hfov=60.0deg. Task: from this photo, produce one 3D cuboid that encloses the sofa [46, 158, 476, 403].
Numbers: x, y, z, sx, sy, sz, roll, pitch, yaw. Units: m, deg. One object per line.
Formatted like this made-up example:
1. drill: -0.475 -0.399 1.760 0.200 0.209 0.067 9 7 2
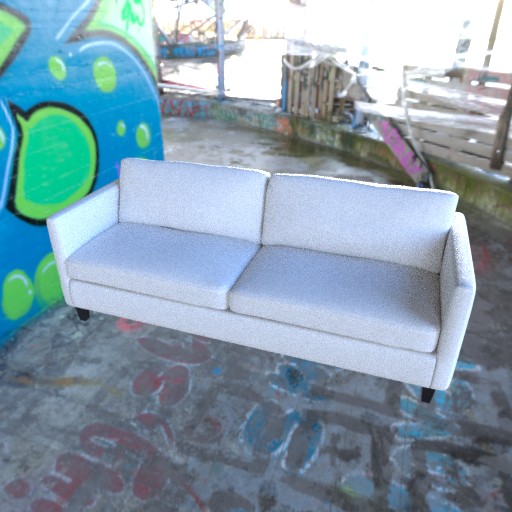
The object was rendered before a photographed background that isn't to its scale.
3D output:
1. sofa: 0.000 0.000 2.838 2.434 0.965 0.948 9 30 17
